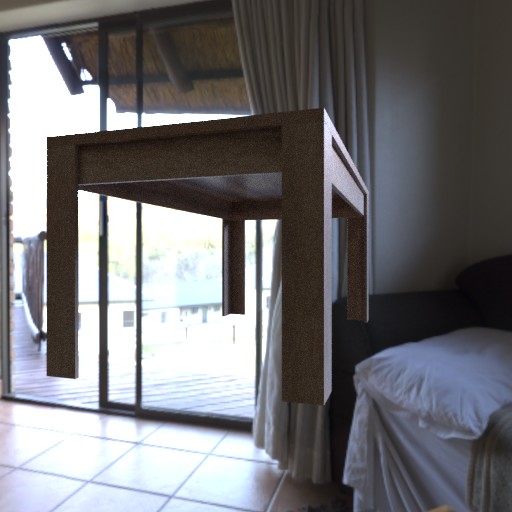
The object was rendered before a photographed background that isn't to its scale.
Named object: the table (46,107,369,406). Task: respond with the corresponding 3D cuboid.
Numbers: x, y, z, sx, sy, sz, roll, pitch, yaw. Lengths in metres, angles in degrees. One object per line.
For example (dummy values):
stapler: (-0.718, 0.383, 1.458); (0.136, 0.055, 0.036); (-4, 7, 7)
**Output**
table: (0.000, 0.000, 2.052); (0.900, 0.775, 1.600); (0, 0, 18)
